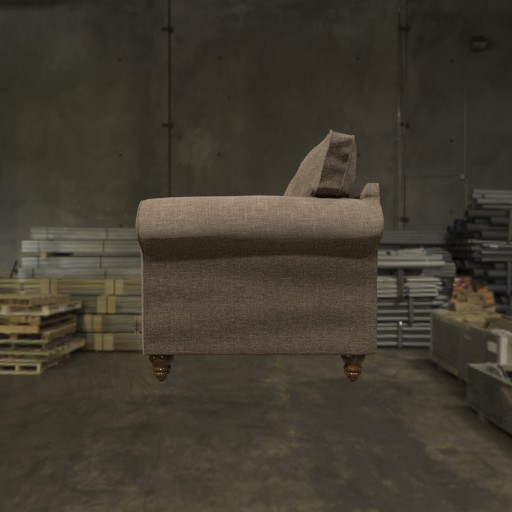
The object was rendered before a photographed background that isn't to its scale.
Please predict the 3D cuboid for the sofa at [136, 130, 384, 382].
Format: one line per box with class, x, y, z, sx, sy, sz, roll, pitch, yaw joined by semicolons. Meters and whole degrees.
sofa;0.000;0.000;2.616;0.916;0.961;2.084;0;1;0
